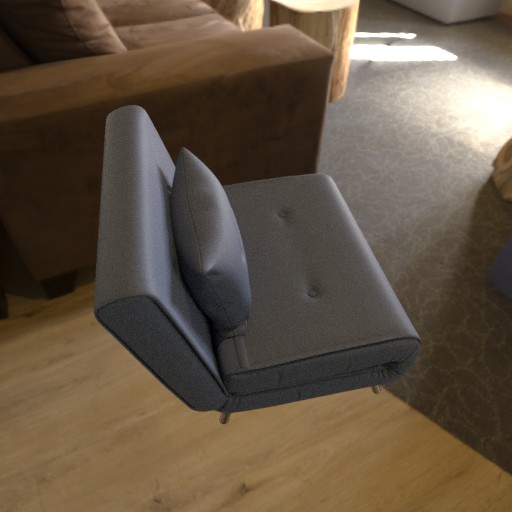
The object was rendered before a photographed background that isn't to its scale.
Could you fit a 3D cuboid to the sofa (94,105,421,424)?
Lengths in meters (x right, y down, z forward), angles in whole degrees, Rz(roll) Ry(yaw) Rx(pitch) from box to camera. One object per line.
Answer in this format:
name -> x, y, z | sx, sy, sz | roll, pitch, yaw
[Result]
sofa -> 0.000, 0.000, 1.732 | 0.996, 0.860, 0.999 | -8, 46, -8
